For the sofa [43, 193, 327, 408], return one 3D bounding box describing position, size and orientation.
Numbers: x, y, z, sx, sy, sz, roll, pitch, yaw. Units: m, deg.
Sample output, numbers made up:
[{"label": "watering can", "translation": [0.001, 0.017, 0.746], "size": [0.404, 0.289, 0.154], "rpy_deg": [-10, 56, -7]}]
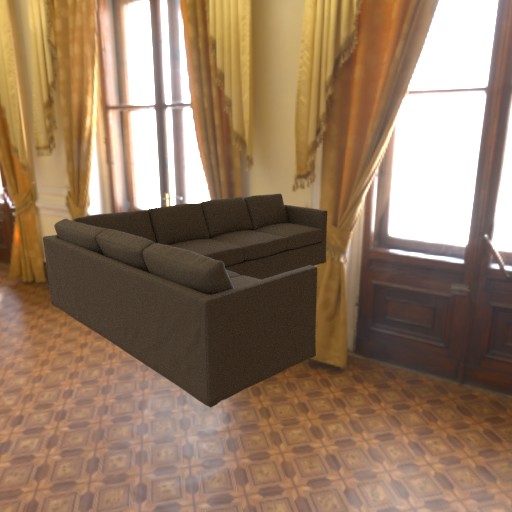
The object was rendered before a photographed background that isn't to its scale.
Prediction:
[{"label": "sofa", "translation": [0.000, 0.000, 4.402], "size": [3.182, 0.871, 2.432], "rpy_deg": [-14, 20, -43]}]
